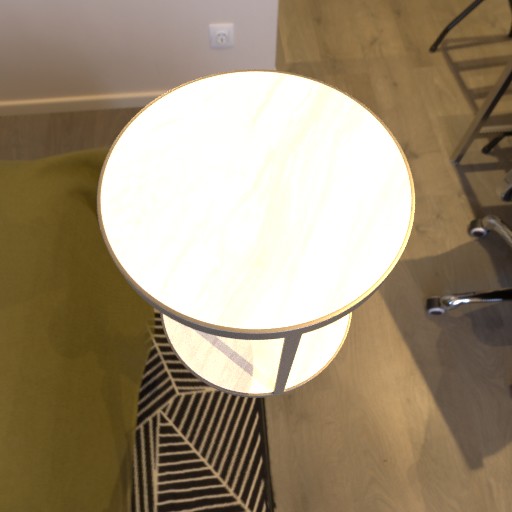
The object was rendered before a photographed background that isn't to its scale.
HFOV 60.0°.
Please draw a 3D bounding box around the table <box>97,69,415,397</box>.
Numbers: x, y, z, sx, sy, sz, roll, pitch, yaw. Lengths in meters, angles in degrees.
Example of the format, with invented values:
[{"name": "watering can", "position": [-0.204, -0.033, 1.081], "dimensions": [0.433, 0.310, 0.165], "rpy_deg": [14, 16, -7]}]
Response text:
[{"name": "table", "position": [0.000, 0.000, 0.840], "dimensions": [0.445, 0.479, 0.445], "rpy_deg": [0, 63, 0]}]
